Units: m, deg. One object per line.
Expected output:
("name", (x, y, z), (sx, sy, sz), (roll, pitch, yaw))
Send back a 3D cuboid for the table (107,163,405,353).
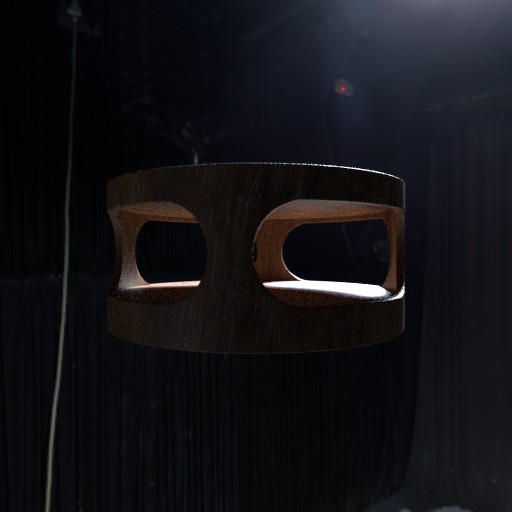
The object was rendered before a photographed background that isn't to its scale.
("table", (0.000, 0.000, 1.532), (0.974, 0.450, 0.974), (0, 1, 0))
